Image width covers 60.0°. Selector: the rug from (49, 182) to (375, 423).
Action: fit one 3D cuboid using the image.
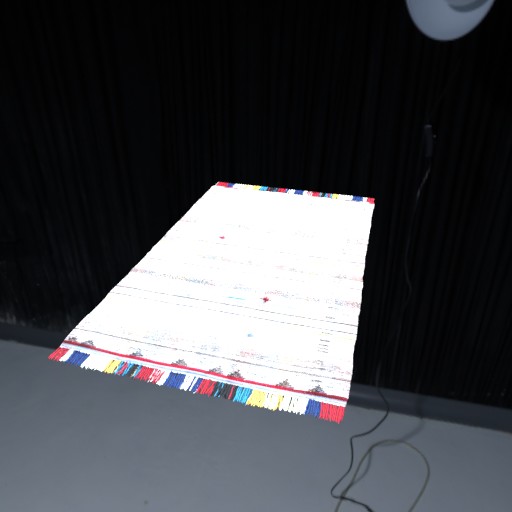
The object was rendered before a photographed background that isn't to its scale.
[{"bbox_3d":[0.000,0.000,3.007,1.465,0.012,2.465,8,32,14],"label":"rug"}]
